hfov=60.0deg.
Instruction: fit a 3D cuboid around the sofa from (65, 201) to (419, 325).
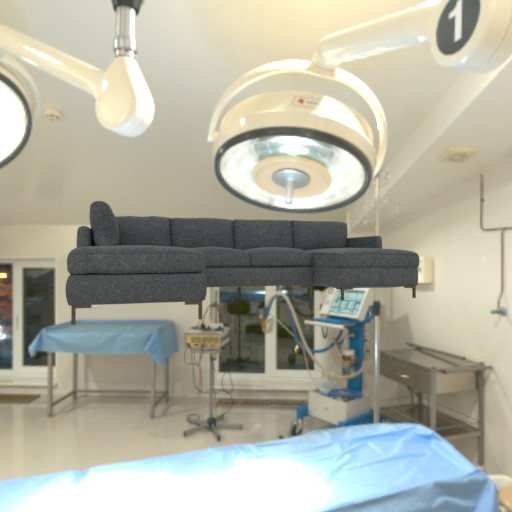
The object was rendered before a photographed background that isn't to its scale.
[{"bbox_3d":[0.000,0.000,3.954,2.956,0.813,2.007,0,0,-18],"label":"sofa"}]
